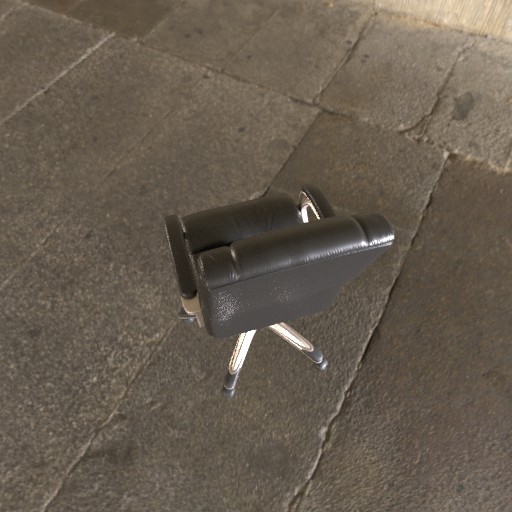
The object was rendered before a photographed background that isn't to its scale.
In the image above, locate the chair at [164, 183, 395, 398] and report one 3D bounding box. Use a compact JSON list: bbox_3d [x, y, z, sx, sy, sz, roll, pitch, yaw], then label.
[{"bbox_3d":[0.000,0.000,1.659,0.700,1.145,0.780,-14,58,-9],"label":"chair"}]
